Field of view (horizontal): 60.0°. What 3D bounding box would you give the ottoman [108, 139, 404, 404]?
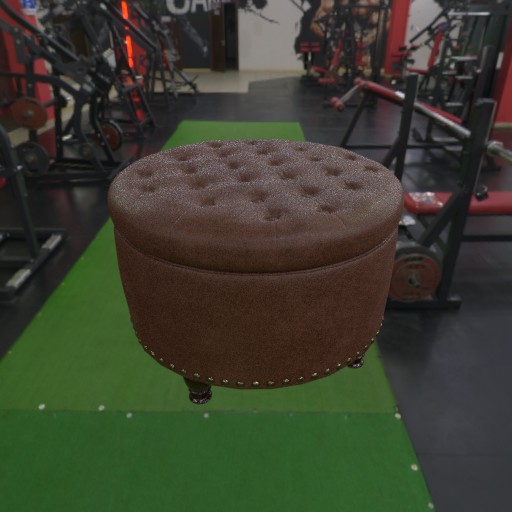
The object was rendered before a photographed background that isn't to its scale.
[{"bbox_3d":[0.000,0.000,1.076,0.637,0.442,0.637,0,29,0],"label":"ottoman"}]
